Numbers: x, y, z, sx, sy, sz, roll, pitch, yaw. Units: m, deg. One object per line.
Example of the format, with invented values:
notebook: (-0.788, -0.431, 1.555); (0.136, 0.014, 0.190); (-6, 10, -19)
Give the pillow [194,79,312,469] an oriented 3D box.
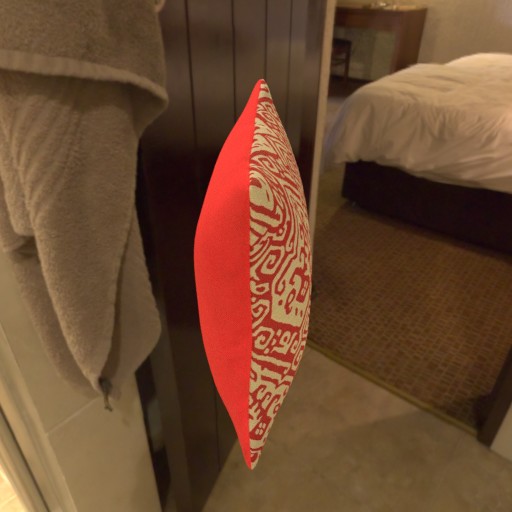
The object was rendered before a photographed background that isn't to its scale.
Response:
pillow: (0.000, 0.000, 0.806); (0.192, 0.507, 0.522); (1, 33, 2)
